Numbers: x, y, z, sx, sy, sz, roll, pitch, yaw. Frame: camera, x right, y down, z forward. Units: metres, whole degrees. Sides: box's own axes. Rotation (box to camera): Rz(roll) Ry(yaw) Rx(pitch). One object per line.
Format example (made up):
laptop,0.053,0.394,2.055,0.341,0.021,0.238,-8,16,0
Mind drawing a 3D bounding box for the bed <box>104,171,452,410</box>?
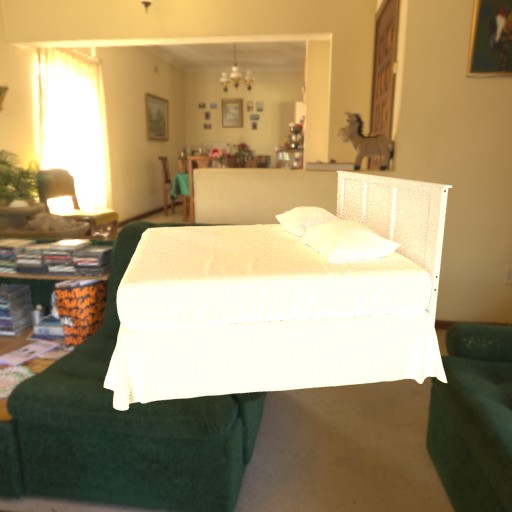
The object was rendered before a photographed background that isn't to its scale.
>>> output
bed,0.000,0.000,3.648,2.215,1.273,2.317,-2,14,-9
